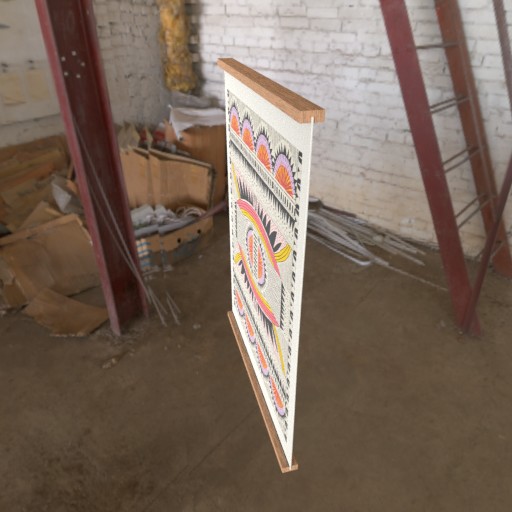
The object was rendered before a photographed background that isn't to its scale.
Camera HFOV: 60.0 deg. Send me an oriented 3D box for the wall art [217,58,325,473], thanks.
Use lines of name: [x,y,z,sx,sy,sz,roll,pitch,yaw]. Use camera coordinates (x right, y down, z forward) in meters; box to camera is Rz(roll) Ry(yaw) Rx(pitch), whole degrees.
wall art: [0.000,0.000,0.803,0.028,0.609,0.456,-8,31,-13]
